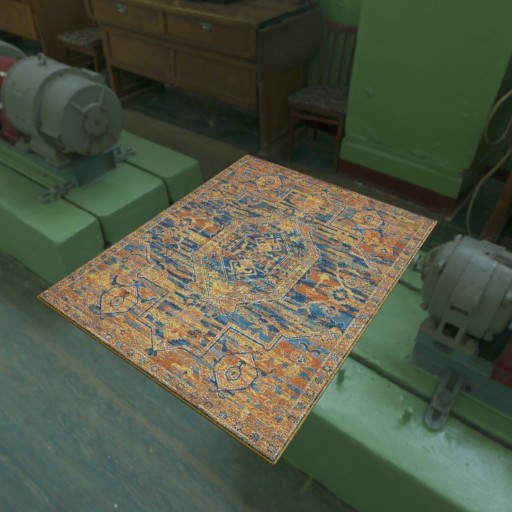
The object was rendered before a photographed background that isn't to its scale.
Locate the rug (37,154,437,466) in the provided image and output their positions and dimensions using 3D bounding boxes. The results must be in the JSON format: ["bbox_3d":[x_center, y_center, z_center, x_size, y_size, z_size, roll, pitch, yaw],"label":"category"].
[{"bbox_3d":[0.000,0.000,4.169,2.435,0.031,3.040,25,47,26],"label":"rug"}]
